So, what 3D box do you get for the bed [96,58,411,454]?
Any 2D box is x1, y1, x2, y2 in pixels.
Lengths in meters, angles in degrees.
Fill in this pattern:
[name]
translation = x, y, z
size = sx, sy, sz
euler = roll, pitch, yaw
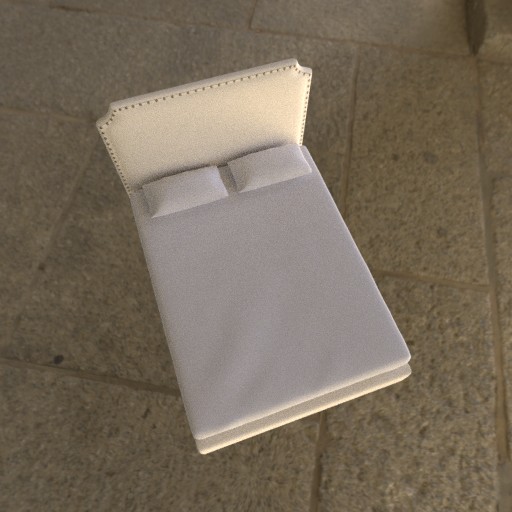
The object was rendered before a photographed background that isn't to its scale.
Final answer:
[bed]
translation = 0.000, 0.000, 3.451
size = 1.712, 1.497, 2.372
euler = -17, 65, -8
